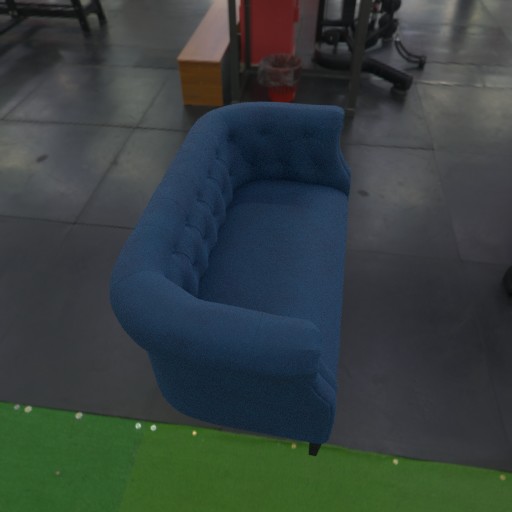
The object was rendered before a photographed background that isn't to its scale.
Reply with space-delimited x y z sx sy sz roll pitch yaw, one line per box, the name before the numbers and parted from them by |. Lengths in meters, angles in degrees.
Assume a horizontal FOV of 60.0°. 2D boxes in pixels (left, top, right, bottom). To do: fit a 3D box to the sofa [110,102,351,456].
sofa | 0.000 0.000 2.043 0.835 0.827 1.558 8 46 7
